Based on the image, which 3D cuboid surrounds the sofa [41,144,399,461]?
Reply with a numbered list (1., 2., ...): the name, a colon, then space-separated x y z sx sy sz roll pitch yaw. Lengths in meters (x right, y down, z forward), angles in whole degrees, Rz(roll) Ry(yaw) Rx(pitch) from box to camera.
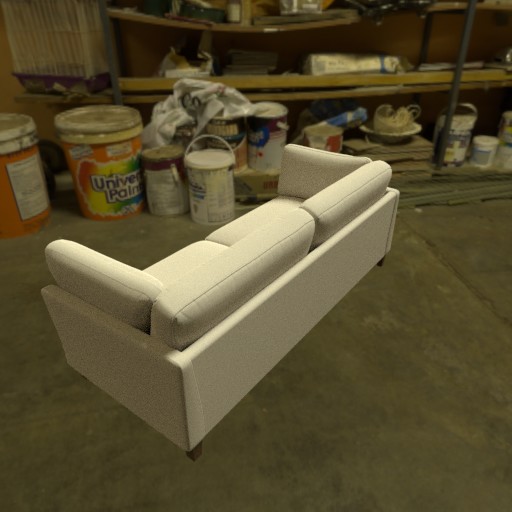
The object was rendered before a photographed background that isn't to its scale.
1. sofa: 0.000 0.000 2.796 0.957 0.863 2.301 21 36 31
